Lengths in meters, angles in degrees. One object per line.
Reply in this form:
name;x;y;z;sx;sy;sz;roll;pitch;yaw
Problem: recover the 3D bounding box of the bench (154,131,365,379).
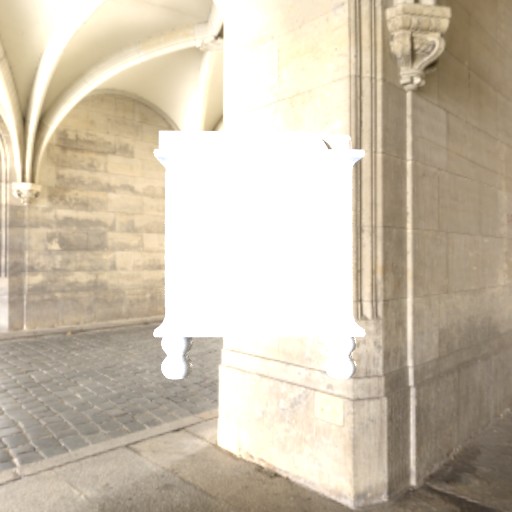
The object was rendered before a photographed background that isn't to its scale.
bench;0.000;0.000;1.434;0.402;0.486;1.185;0;-1;-1
